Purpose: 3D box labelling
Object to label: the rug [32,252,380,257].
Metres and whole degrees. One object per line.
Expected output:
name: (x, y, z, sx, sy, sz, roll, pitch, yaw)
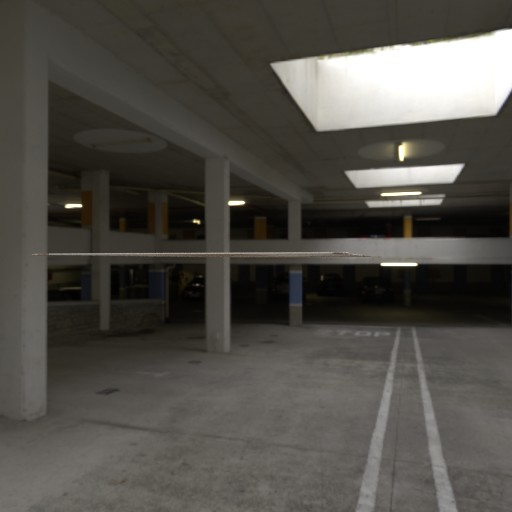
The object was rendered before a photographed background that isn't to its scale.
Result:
rug: (0.000, 0.000, 2.442, 1.268, 0.007, 1.918, 0, 0, 18)
